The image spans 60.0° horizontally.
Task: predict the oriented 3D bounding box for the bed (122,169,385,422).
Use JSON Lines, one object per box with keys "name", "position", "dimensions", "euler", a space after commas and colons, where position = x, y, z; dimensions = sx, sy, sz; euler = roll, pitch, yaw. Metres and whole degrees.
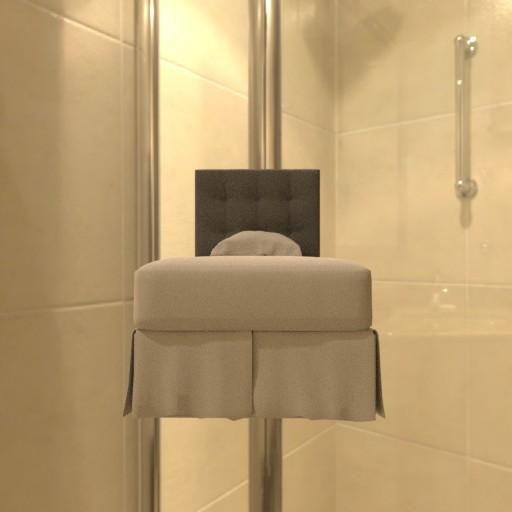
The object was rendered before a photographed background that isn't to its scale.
{"name": "bed", "position": [0.000, 0.000, 3.076], "dimensions": [1.261, 1.571, 1.997], "euler": [0, 0, 1]}
